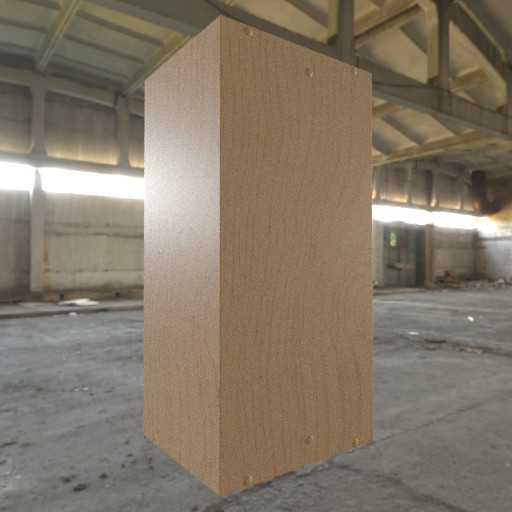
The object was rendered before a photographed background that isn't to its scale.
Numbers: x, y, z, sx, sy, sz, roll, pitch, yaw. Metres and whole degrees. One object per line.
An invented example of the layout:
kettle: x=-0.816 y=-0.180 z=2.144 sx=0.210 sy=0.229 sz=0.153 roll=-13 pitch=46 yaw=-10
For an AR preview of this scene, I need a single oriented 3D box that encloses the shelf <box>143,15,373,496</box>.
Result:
shelf: x=0.000 y=0.000 z=0.737 sx=0.290 sy=0.600 sz=0.250 roll=1 pitch=-1 yaw=-36
